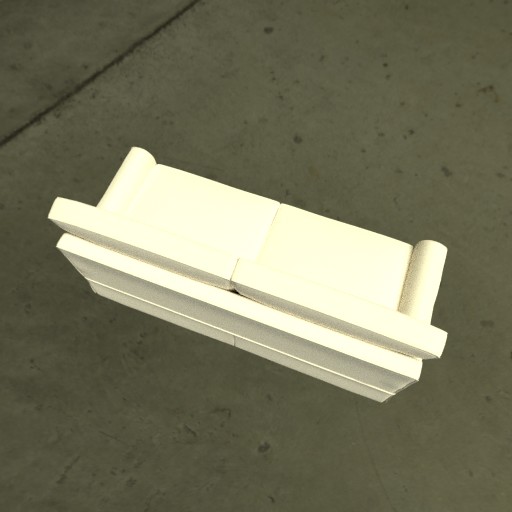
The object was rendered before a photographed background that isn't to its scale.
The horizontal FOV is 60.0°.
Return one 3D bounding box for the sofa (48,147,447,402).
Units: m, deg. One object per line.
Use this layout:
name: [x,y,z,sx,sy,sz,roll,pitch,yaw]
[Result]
sofa: [0.000,0.000,2.534,2.021,0.937,0.862,19,65,9]
